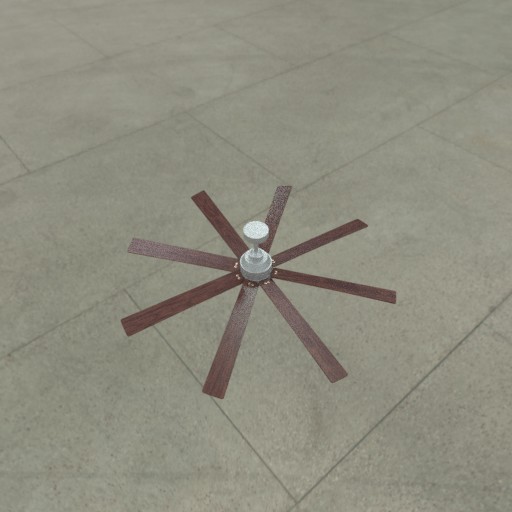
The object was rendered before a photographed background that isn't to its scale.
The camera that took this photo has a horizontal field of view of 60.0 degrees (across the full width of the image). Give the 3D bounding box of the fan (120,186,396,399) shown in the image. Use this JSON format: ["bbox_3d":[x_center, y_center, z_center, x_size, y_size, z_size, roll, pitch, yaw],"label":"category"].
[{"bbox_3d":[0.000,0.000,2.857,1.830,0.472,1.830,11,48,10],"label":"fan"}]
